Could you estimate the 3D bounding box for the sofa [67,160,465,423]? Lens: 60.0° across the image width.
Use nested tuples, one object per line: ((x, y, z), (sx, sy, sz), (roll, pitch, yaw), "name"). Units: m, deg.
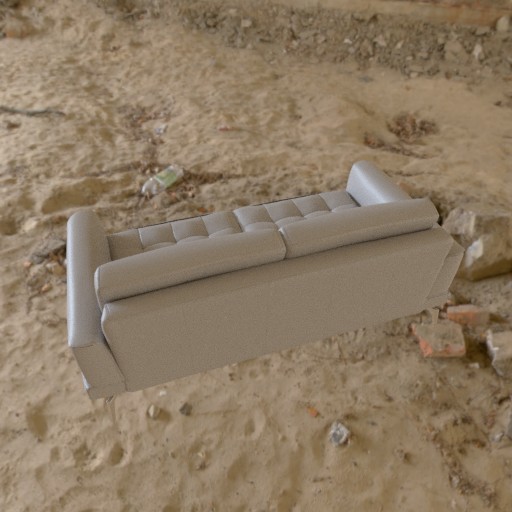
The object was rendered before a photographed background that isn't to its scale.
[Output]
((0.000, 0.000, 2.696), (2.177, 0.930, 1.121), (-12, 43, -14), "sofa")
